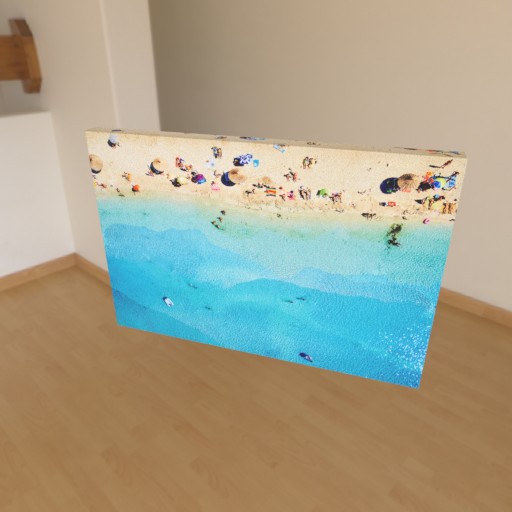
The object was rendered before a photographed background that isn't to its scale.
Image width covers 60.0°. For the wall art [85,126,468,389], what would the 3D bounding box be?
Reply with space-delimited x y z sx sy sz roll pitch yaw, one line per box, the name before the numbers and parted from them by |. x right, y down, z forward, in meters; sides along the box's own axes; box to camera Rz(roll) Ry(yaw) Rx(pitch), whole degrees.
wall art | 0.000 0.000 1.150 0.894 0.595 0.057 8 28 16
